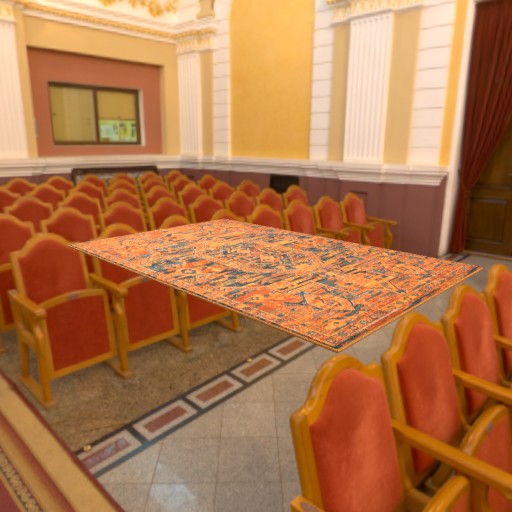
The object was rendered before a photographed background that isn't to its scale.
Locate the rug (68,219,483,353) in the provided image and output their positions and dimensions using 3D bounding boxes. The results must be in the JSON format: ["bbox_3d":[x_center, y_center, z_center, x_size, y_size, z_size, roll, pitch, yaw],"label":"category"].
[{"bbox_3d":[0.000,0.000,1.082,0.863,0.008,0.557,14,21,43],"label":"rug"}]
